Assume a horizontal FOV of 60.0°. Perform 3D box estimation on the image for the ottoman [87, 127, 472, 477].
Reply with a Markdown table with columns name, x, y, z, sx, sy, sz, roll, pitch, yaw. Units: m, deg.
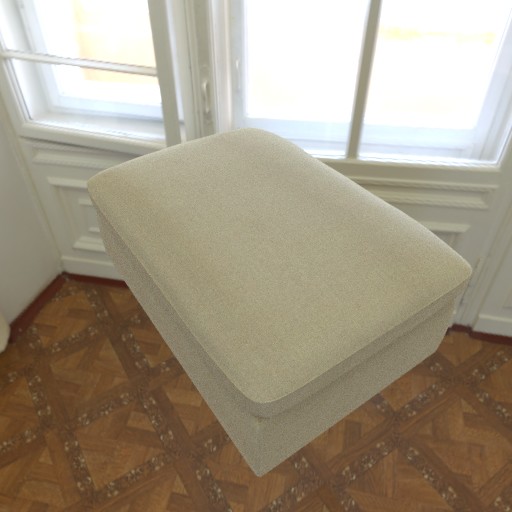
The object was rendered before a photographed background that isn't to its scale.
| name | x | y | z | sx | sy | sz | roll | pitch | yaw |
| --- | --- | --- | --- | --- | --- | --- | --- | --- | --- |
| ottoman | 0.000 | 0.000 | 1.331 | 0.686 | 0.453 | 0.984 | -24 | 47 | -25 |
